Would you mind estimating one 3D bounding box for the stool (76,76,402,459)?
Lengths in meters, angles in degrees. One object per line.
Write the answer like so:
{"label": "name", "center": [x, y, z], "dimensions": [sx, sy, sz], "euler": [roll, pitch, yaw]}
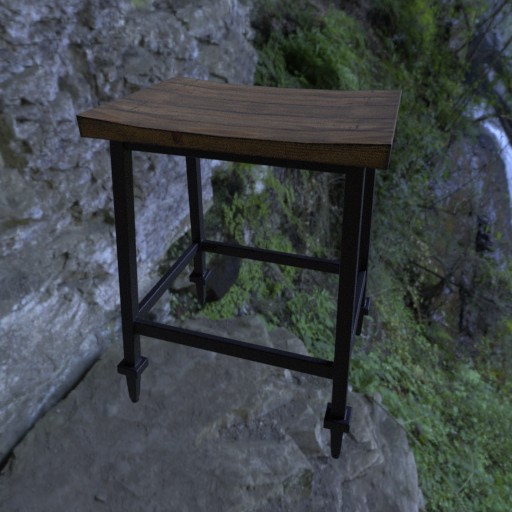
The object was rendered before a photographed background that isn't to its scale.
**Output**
{"label": "stool", "center": [0.000, 0.000, 0.923], "dimensions": [0.486, 0.625, 0.405], "euler": [10, 33, 15]}
